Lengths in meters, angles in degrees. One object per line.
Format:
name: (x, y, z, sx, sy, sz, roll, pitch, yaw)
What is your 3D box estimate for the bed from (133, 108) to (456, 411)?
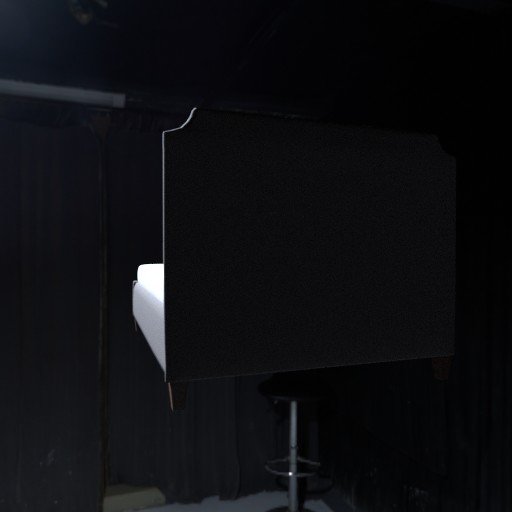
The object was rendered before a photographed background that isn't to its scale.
bed: (0.000, 0.000, 3.422, 1.713, 1.443, 2.372, 0, 1, -19)
